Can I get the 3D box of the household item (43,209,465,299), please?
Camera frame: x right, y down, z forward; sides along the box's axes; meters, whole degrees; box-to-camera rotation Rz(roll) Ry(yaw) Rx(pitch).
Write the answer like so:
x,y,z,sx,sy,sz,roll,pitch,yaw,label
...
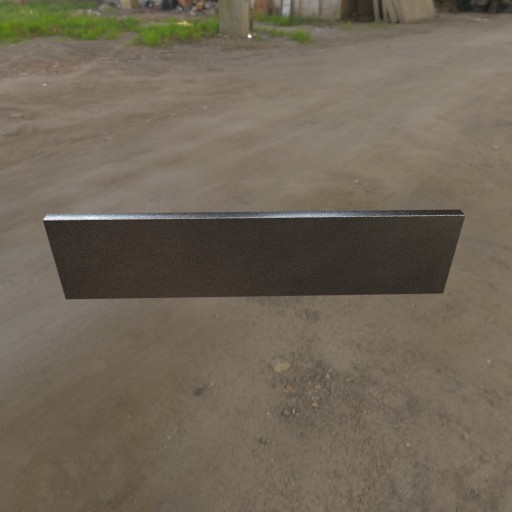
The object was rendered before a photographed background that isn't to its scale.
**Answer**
x,y,z,sx,sy,sz,roll,pitch,yaw,label
0.000,0.000,1.126,1.001,0.236,0.030,-1,32,-1,household item
